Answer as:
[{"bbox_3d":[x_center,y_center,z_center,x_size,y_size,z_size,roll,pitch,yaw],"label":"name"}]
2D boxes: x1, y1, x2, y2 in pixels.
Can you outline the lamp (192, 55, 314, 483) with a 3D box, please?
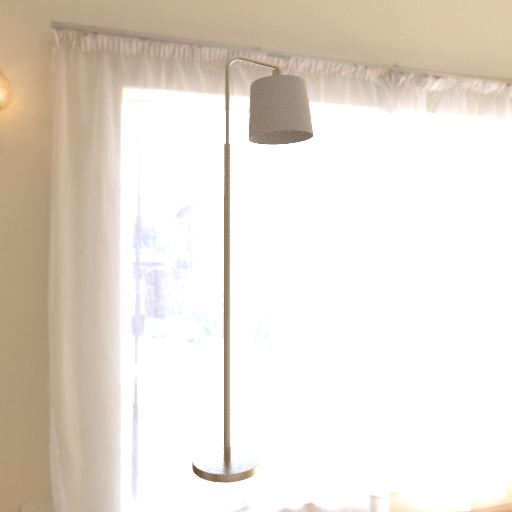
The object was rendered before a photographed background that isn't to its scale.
[{"bbox_3d":[0.000,0.000,1.649,0.508,1.478,0.254,0,0,-39],"label":"lamp"}]
